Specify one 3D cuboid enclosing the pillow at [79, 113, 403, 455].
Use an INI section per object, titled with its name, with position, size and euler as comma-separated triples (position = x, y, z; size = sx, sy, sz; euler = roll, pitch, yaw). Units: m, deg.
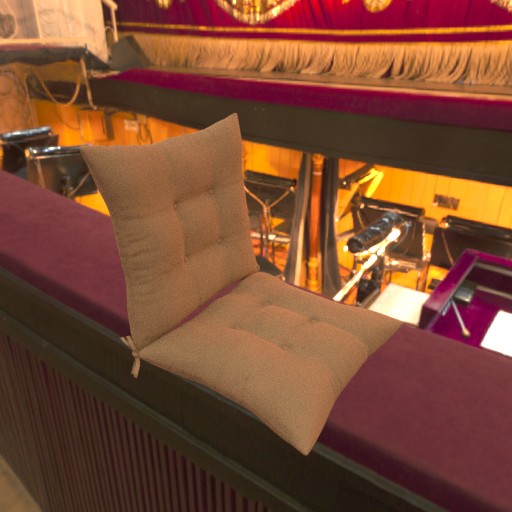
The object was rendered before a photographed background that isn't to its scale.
[pillow]
position = 0.000, 0.000, 1.028
size = 0.585, 0.536, 0.541
euler = 18, 31, 31
